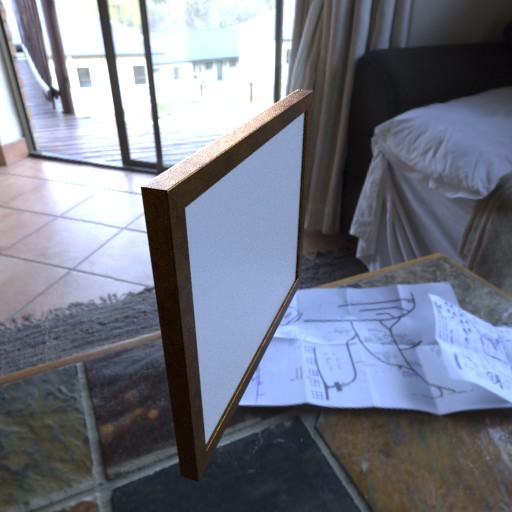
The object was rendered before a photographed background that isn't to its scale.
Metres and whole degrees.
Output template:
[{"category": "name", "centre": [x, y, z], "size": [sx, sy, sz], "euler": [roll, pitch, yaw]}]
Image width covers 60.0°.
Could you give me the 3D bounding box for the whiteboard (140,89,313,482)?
[{"category": "whiteboard", "centre": [0.000, 0.000, 0.767], "size": [0.029, 0.457, 0.561], "euler": [11, 32, 18]}]
